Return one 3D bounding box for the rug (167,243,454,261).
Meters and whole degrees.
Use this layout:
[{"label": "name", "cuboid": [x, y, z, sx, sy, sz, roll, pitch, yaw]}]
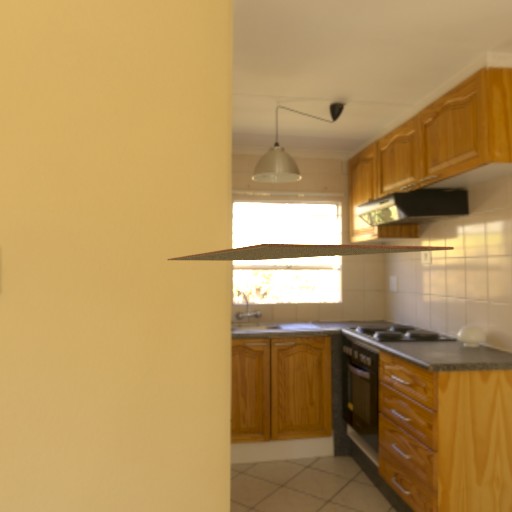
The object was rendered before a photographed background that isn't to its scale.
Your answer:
[{"label": "rug", "cuboid": [0.000, 0.000, 2.701, 0.769, 0.012, 2.448, 1, -2, -18]}]
